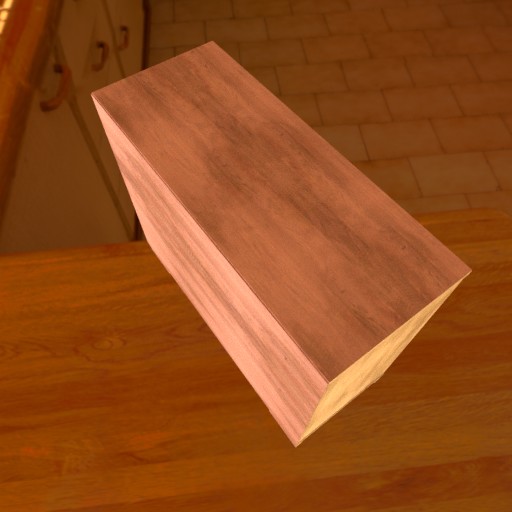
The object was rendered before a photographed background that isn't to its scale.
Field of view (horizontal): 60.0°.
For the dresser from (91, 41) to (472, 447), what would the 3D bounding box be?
[{"bbox_3d":[0.000,0.000,1.429,0.404,0.816,0.994,-32,64,-18],"label":"dresser"}]
